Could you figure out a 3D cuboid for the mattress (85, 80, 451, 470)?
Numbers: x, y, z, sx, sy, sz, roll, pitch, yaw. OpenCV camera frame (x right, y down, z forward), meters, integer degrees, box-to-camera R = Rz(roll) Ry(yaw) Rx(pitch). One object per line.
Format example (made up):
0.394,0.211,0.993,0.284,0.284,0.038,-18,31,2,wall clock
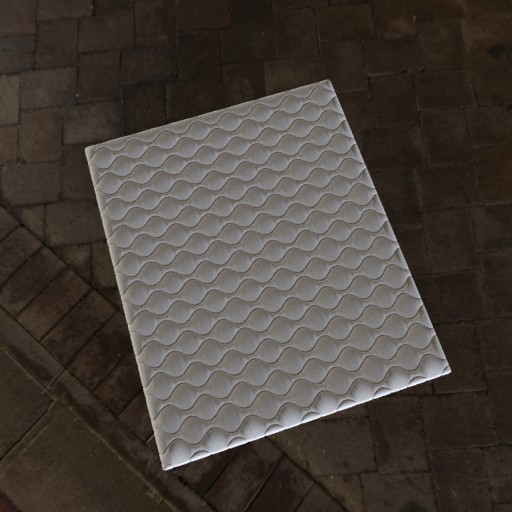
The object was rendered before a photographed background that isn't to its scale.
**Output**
0.000,0.000,2.599,1.600,0.200,1.900,-17,76,-4,mattress
